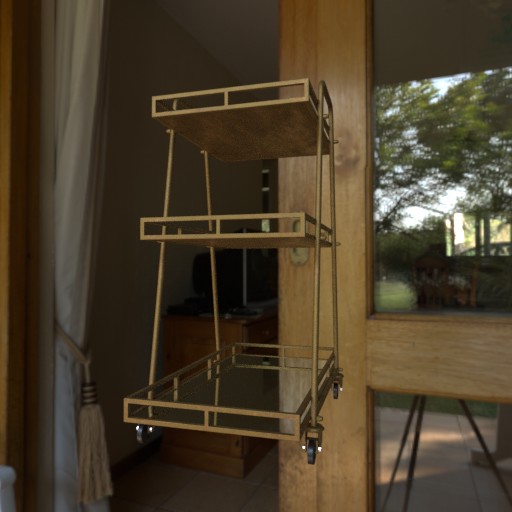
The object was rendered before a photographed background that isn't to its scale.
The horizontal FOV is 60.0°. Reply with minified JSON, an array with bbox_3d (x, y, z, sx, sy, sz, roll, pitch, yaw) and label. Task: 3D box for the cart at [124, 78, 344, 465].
[{"bbox_3d":[0.000,0.000,1.241,0.441,0.883,0.711,0,-1,16],"label":"cart"}]
